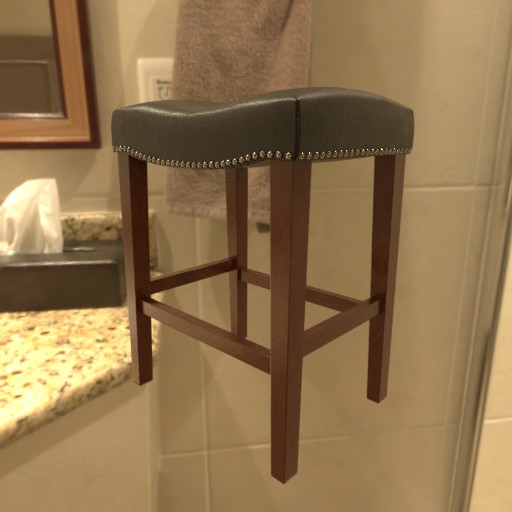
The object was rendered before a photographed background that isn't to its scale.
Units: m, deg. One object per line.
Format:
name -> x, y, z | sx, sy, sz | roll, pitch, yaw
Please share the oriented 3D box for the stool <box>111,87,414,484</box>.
stool -> 0.000, 0.000, 0.959 | 0.504, 0.654, 0.372 | 14, 21, 42
